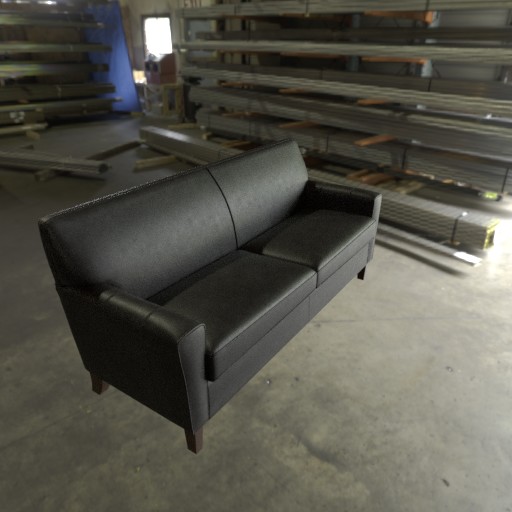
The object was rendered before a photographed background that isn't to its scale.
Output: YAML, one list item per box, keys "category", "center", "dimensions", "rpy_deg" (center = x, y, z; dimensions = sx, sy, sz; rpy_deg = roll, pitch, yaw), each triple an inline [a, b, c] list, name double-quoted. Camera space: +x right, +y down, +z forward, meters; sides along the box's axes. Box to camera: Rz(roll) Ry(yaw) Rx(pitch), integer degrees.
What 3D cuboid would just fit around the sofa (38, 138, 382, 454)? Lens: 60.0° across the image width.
- category: "sofa"
  center: [0.000, 0.000, 2.574]
  dimensions: [0.805, 0.947, 2.053]
  rpy_deg: [17, 31, 31]
